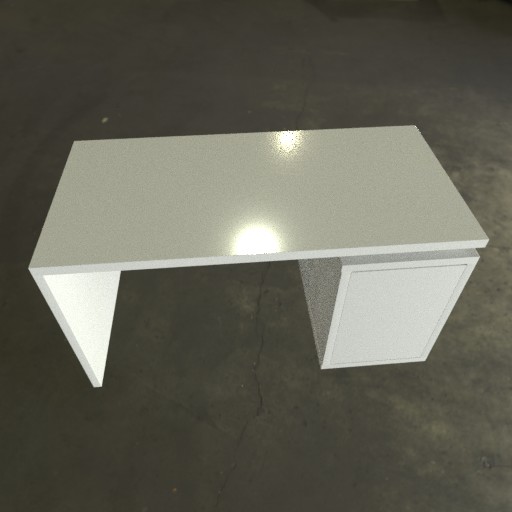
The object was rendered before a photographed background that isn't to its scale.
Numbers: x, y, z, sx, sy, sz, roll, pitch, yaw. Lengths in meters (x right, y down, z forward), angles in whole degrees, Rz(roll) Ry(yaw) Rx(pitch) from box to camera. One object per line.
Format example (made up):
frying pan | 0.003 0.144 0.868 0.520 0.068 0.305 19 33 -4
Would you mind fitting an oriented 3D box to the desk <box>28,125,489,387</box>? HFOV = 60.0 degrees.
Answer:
desk | 0.000 0.000 1.844 1.400 0.740 0.690 -4 46 -3
